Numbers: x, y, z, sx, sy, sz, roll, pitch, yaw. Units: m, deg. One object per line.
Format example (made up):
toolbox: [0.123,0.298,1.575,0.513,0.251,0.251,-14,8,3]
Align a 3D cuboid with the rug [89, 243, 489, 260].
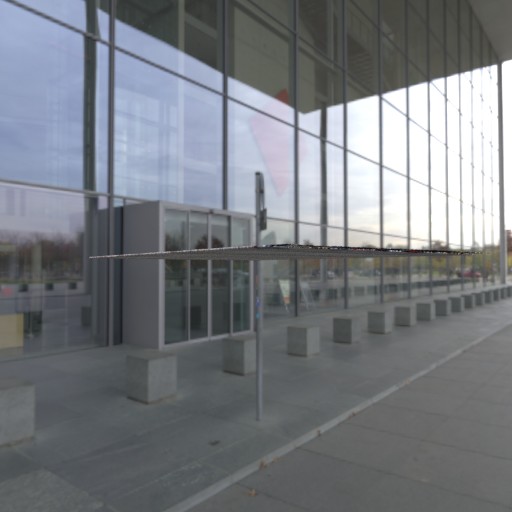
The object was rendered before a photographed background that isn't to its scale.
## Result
rug: [0.000,0.000,2.283,1.217,0.012,1.848,1,-2,-36]
